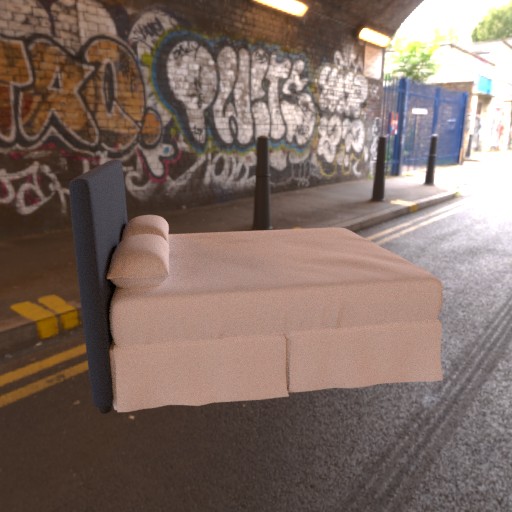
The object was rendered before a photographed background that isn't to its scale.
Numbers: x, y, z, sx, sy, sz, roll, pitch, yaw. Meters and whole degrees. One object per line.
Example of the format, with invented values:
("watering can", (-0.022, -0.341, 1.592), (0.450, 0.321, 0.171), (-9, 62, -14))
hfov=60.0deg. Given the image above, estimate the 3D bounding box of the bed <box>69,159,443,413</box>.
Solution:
("bed", (0.000, 0.000, 3.243), (2.162, 1.330, 1.713), (-3, 16, -11))
